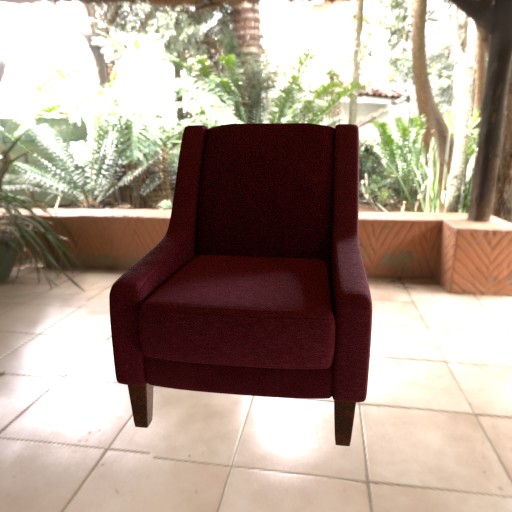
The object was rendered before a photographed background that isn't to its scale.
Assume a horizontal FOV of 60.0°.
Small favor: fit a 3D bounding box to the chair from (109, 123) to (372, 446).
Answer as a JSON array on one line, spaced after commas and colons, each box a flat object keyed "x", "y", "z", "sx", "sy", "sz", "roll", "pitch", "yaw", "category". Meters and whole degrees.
[{"x": 0.000, "y": 0.000, "z": 1.695, "sx": 0.793, "sy": 1.017, "sz": 0.985, "roll": 2, "pitch": 14, "yaw": 8, "category": "chair"}]
